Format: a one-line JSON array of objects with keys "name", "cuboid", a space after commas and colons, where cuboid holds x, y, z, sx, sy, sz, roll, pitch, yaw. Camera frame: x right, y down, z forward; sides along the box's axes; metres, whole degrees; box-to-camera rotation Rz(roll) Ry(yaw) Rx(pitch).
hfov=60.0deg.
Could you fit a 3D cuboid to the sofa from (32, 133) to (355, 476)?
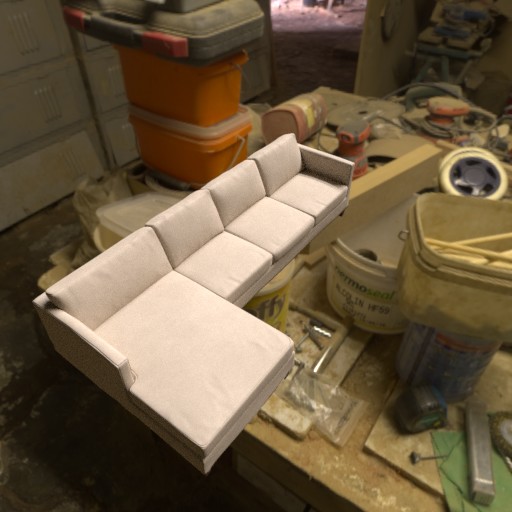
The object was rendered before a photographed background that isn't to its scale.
[{"name": "sofa", "cuboid": [0.000, 0.000, 3.902, 1.625, 0.846, 3.186, 26, 47, 27]}]
